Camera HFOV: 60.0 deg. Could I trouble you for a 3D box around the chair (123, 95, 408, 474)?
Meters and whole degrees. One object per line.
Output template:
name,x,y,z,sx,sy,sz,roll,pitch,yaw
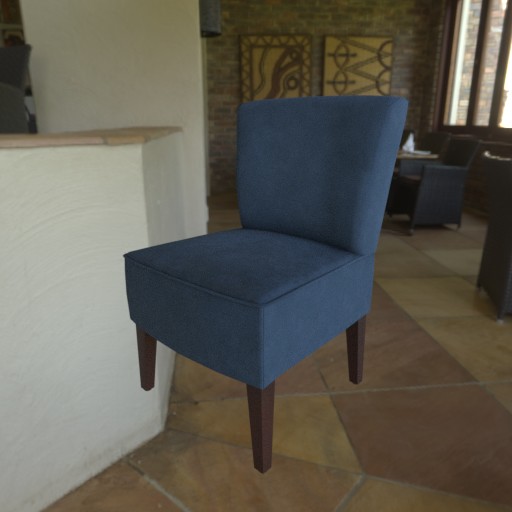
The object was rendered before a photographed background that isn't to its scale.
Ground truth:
chair,0.000,0.000,1.164,0.521,0.806,0.551,15,23,41
